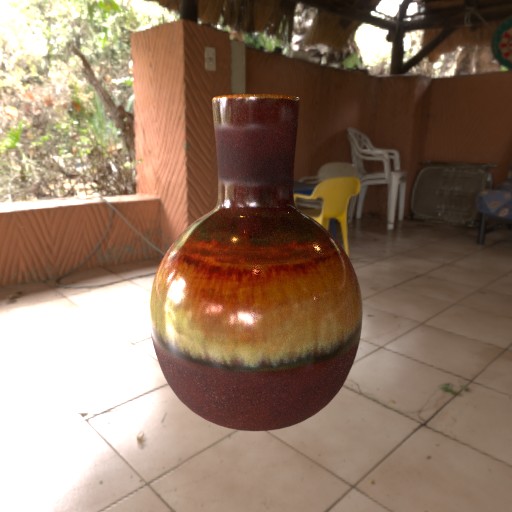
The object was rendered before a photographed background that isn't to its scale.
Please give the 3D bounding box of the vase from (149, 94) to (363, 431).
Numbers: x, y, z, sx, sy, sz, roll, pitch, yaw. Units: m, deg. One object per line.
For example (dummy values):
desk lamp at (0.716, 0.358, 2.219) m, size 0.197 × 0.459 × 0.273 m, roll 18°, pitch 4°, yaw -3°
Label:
vase at (0.000, 0.000, 0.229) m, size 0.111 × 0.154 × 0.111 m, roll 0°, pitch 15°, yaw 0°
